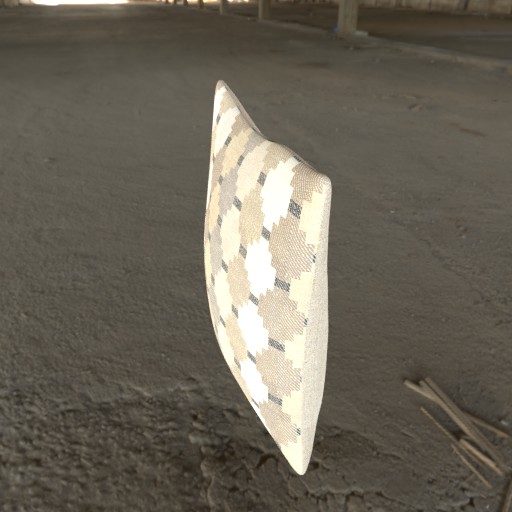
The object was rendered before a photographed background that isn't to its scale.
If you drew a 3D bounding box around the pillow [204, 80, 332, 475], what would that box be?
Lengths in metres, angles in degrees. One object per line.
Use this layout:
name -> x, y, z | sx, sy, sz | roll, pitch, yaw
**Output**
pillow -> 0.000, 0.000, 0.859 | 0.192, 0.558, 0.578 | -8, 32, -14
